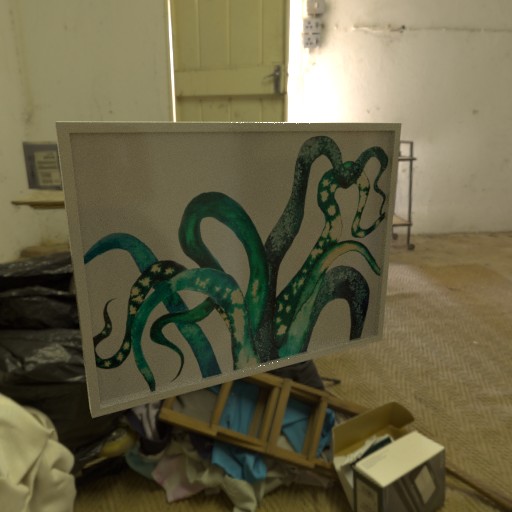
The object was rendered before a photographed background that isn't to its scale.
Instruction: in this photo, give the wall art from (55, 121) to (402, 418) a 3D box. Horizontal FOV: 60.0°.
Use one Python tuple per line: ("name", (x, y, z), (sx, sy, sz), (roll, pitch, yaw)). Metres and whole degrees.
("wall art", (0.000, 0.000, 1.363), (1.041, 0.787, 0.053), (-8, 18, -25))
